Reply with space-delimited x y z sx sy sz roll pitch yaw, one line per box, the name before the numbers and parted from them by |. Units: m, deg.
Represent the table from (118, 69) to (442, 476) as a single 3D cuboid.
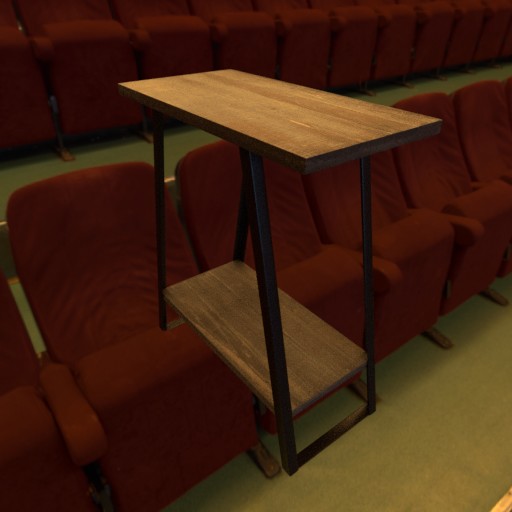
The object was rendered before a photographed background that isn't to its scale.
table | 0.000 0.000 1.023 0.300 0.701 0.599 -22 38 -31
